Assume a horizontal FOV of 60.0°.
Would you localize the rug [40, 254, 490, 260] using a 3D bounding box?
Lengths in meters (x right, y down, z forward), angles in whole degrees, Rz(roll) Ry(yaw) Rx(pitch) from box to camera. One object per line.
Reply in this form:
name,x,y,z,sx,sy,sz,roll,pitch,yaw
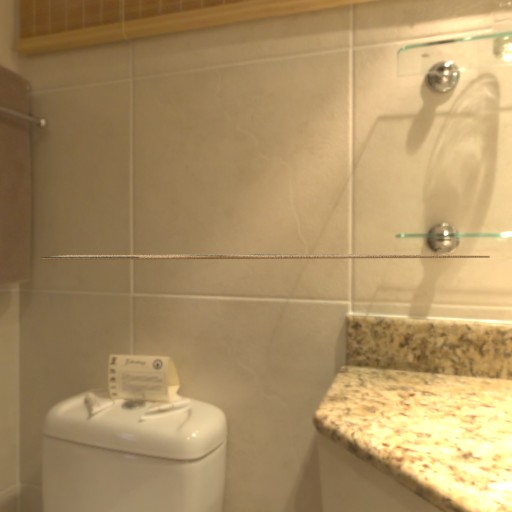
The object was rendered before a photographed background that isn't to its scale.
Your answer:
rug,0.000,0.000,2.974,2.436,0.015,1.521,0,0,-19
